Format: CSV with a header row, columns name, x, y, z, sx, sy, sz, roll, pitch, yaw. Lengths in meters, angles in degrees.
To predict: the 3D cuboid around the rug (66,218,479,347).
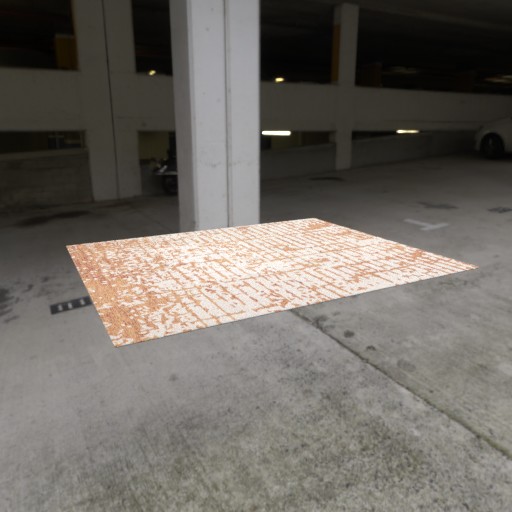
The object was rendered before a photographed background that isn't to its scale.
name,x,y,z,sx,sy,sz,roll,pitch,yaw
rug,0.000,0.000,4.140,3.050,0.011,2.441,-8,18,-27
